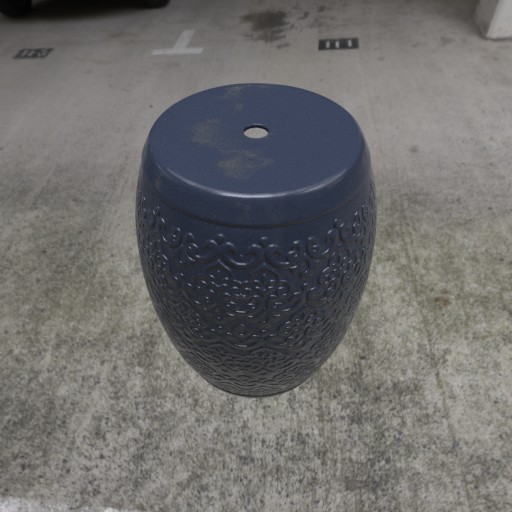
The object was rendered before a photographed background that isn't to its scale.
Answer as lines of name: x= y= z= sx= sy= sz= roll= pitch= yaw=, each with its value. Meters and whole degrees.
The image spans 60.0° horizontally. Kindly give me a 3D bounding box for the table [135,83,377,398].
table: x=0.000 y=0.000 z=0.621 sx=0.309 sy=0.397 sz=0.309 roll=0 pitch=47 yaw=0
